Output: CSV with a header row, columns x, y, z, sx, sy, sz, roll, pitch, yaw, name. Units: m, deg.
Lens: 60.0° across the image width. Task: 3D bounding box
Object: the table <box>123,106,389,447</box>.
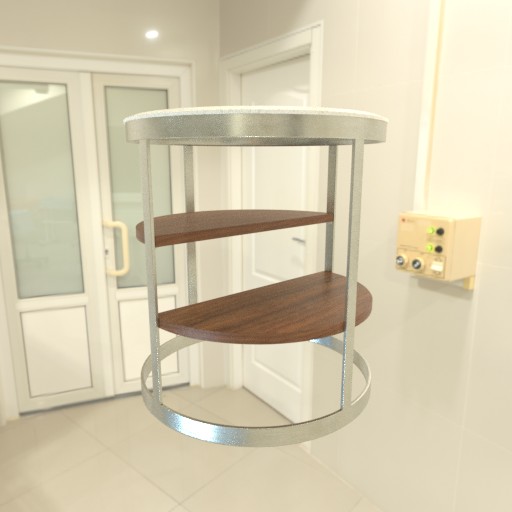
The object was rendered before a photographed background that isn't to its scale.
x,y,z,sx,sy,sz,roll,pitch,yaw,name
0.000,0.000,0.755,0.407,0.447,0.407,0,12,0,table
